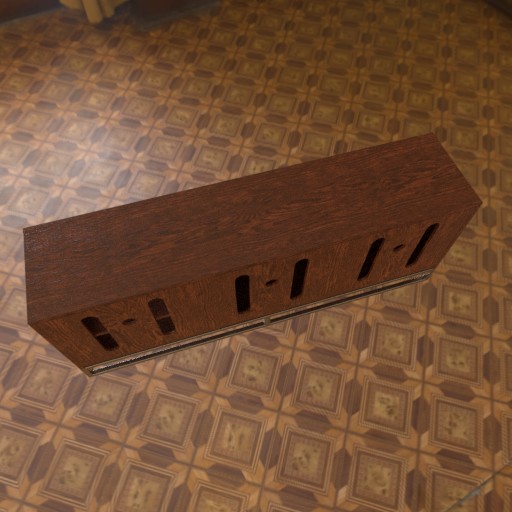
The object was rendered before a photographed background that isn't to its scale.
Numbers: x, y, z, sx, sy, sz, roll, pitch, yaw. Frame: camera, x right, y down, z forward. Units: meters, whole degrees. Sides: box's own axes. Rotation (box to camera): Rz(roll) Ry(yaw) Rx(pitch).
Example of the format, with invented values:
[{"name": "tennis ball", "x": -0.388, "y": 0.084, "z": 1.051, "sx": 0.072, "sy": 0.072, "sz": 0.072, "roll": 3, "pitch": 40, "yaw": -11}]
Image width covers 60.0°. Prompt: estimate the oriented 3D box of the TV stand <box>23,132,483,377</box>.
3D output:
[{"name": "TV stand", "x": 0.000, "y": 0.000, "z": 1.772, "sx": 1.541, "sy": 0.578, "sz": 0.382, "roll": -15, "pitch": 60, "yaw": -9}]
